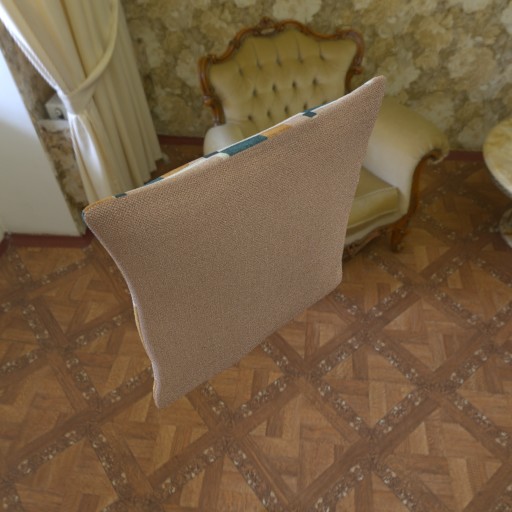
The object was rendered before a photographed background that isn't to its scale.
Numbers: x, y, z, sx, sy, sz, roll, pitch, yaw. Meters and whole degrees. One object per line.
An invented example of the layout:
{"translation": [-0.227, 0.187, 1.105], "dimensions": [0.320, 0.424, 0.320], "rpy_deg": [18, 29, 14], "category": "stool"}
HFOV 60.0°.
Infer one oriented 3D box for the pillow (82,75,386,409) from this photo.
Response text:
{"translation": [0.000, 0.000, 0.732], "dimensions": [0.478, 0.479, 0.158], "rpy_deg": [-31, 54, -26], "category": "pillow"}
